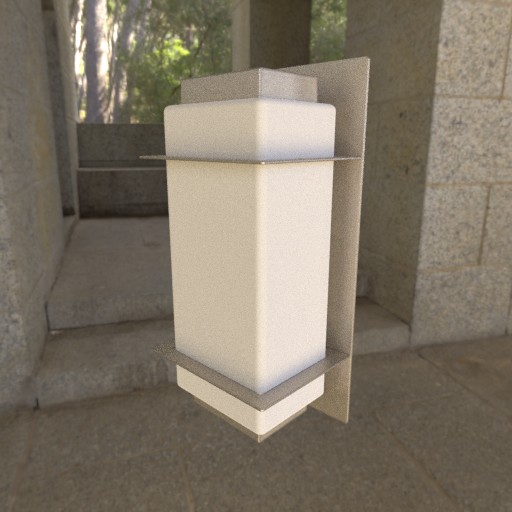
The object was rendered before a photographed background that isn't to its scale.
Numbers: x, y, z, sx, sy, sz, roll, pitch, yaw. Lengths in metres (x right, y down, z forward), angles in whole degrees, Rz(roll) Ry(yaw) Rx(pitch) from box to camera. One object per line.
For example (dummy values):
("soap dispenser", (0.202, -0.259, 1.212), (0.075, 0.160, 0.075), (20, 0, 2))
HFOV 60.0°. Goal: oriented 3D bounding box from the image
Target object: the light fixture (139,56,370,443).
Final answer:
("light fixture", (0.000, 0.000, 0.462), (0.168, 0.380, 0.160), (14, 20, 42))
